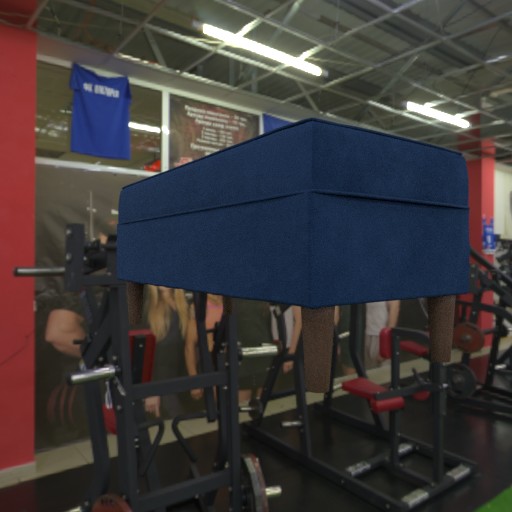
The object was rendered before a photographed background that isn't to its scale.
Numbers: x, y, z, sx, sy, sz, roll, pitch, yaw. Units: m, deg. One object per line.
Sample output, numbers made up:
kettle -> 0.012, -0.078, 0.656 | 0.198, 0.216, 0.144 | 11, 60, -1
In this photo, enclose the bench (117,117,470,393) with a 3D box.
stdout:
bench -> 0.000, 0.000, 1.261 | 0.489, 0.467, 1.010 | 0, 0, -35
